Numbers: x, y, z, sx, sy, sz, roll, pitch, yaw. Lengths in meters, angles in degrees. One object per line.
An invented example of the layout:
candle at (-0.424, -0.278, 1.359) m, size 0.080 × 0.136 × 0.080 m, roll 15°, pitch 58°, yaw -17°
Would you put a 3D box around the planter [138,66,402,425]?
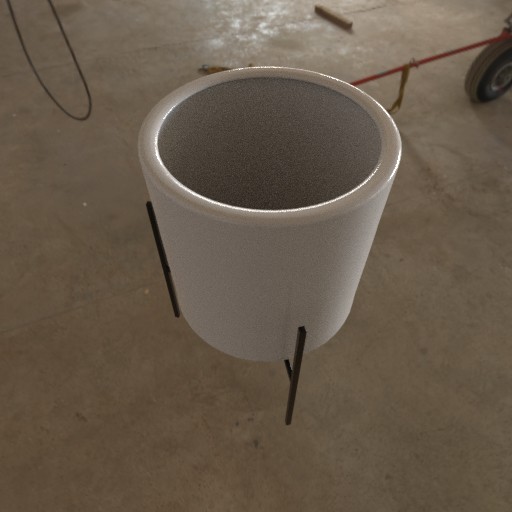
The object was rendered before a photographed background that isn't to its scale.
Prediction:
planter at (0.000, 0.000, 0.641) m, size 0.308 × 0.431 × 0.307 m, roll 10°, pitch 51°, yaw 8°
